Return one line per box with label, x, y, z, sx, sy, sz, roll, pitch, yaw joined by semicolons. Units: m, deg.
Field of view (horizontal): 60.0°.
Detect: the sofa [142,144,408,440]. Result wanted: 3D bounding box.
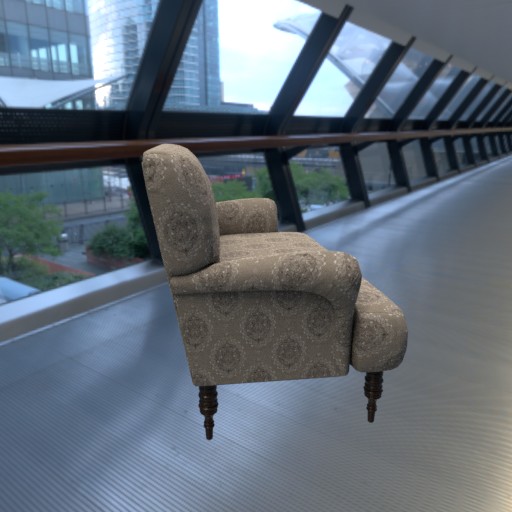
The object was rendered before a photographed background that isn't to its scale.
sofa;0.000;0.000;1.837;0.779;0.889;1.297;-2;15;-9
